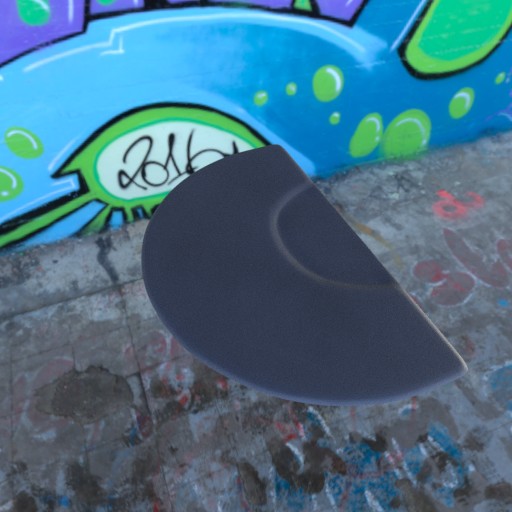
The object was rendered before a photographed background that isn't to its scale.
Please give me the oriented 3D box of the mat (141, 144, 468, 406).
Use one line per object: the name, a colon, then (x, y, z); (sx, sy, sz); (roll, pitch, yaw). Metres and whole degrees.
mat: (0.000, 0.000, 1.823); (0.917, 0.016, 1.525); (-16, 48, -16)
